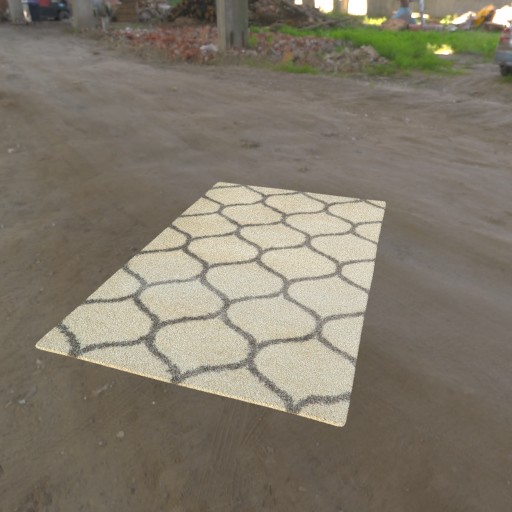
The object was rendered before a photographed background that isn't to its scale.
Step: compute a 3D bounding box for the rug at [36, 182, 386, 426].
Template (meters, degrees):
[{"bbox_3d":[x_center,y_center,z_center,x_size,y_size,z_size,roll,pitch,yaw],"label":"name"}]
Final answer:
[{"bbox_3d":[0.000,0.000,2.911,1.501,0.024,2.348,9,31,16],"label":"rug"}]
